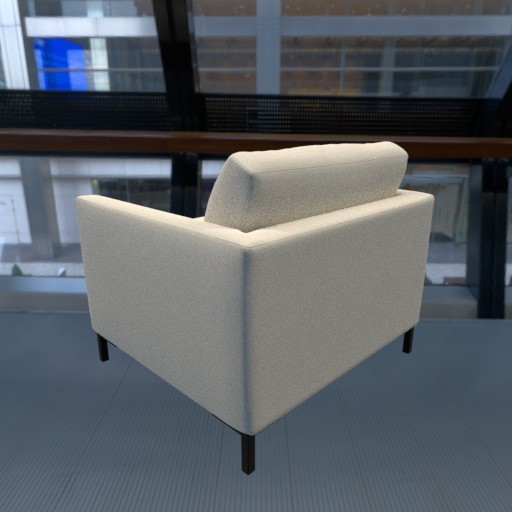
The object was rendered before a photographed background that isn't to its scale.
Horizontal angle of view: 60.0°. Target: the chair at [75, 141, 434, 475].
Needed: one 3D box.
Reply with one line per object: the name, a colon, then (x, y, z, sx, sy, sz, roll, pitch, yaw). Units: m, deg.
chair: (0.000, 0.000, 1.608, 0.875, 0.806, 0.964, 16, 24, 42)
